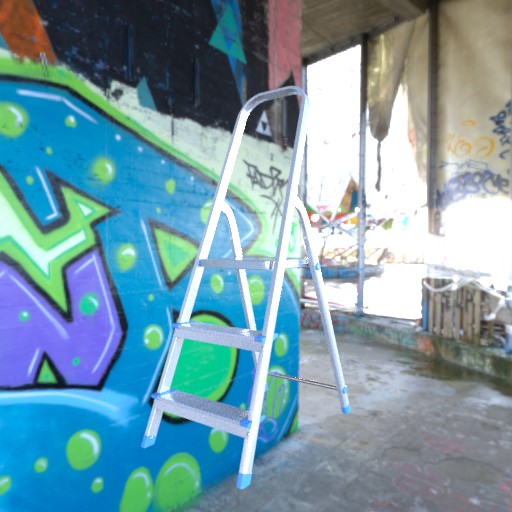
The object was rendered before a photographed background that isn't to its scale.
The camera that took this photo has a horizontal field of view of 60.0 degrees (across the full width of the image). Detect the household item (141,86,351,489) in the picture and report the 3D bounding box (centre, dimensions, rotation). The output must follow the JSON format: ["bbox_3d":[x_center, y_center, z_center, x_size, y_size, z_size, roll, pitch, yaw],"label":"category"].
[{"bbox_3d":[0.000,0.000,1.554,0.420,1.215,0.687,1,2,37],"label":"household item"}]
